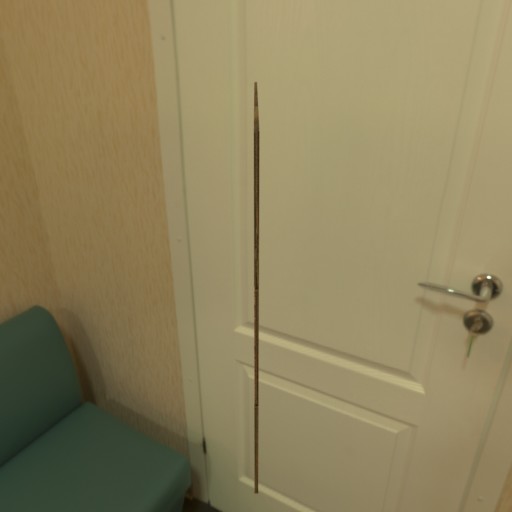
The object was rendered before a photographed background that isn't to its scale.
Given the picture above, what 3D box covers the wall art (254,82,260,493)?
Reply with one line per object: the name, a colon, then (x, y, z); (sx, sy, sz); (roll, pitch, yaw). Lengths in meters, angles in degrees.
wall art: (0.000, 0.000, 1.792); (0.013, 1.213, 1.215); (0, 26, 0)
